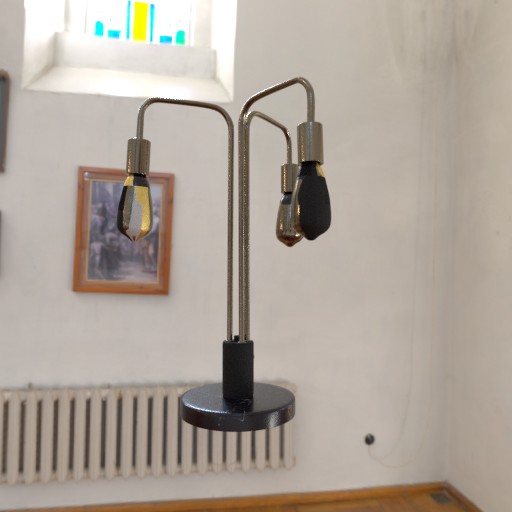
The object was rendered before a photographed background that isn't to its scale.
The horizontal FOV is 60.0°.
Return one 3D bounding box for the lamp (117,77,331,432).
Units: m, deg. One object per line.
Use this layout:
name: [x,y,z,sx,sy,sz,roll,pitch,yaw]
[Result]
lamp: [0.000,0.000,0.805,0.355,0.560,0.368,-1,-2,36]
